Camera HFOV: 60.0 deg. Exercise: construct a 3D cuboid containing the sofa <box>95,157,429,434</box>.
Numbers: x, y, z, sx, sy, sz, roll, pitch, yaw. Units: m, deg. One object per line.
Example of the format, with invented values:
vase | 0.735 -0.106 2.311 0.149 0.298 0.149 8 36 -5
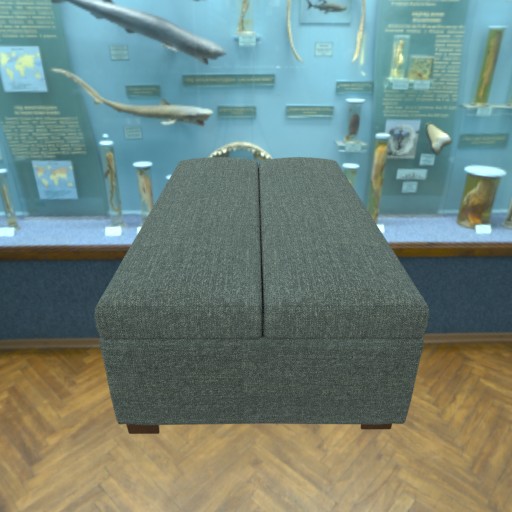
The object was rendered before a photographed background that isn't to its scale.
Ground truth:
sofa | 0.000 0.000 1.564 0.782 0.417 1.198 0 27 0
